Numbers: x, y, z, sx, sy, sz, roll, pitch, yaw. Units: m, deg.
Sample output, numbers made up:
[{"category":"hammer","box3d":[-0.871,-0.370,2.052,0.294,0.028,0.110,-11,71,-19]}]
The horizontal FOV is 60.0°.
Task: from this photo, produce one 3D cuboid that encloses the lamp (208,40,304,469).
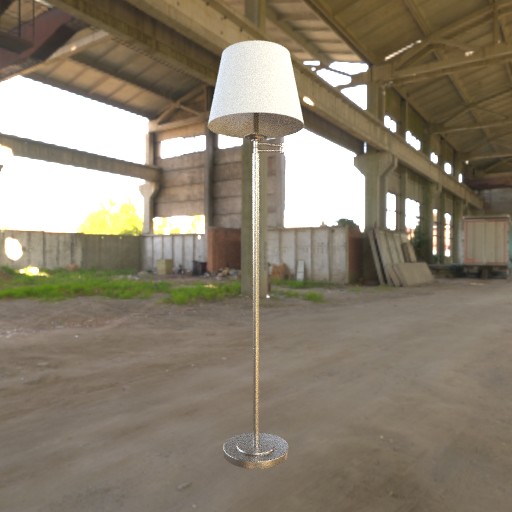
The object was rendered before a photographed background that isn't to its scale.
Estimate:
[{"category":"lamp","box3d":[0.000,0.000,1.647,0.355,1.473,0.355,0,1,0]}]
